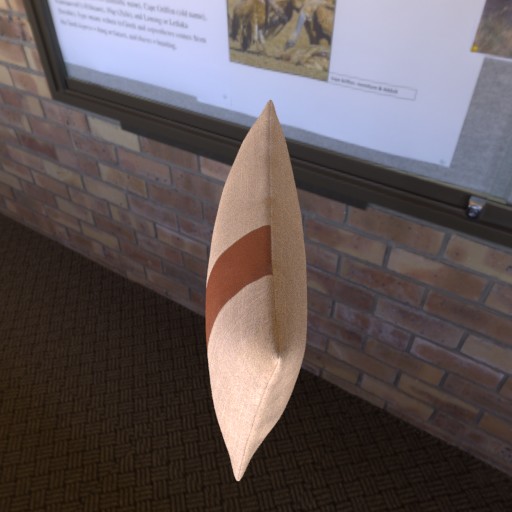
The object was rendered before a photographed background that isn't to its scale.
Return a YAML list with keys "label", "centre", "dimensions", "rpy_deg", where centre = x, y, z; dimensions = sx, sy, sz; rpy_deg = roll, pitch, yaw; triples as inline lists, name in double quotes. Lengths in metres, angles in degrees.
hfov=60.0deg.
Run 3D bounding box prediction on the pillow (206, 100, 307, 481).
- label: "pillow"
  centre: [0.000, 0.000, 0.729]
  dimensions: [0.155, 0.282, 0.612]
  rpy_deg: [0, 41, 1]
